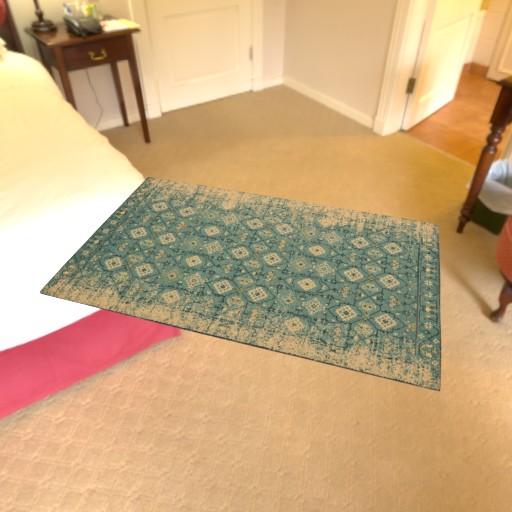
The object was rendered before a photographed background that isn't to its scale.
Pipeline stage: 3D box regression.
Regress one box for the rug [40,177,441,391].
[{"bbox_3d":[0.000,0.000,2.261,1.795,0.008,1.102,11,42,13],"label":"rug"}]
